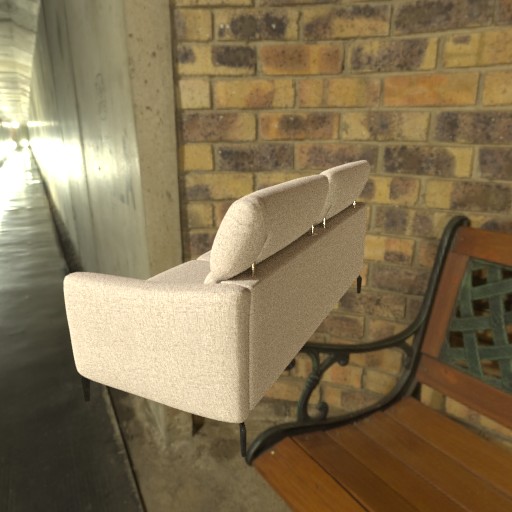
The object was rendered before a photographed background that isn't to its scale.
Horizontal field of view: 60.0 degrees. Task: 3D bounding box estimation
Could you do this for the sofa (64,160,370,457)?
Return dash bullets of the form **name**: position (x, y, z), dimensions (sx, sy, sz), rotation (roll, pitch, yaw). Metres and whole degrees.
- **sofa**: position (0.000, 0.000, 2.469), dimensions (0.856, 0.956, 2.015), rotation (8, 18, 25)
